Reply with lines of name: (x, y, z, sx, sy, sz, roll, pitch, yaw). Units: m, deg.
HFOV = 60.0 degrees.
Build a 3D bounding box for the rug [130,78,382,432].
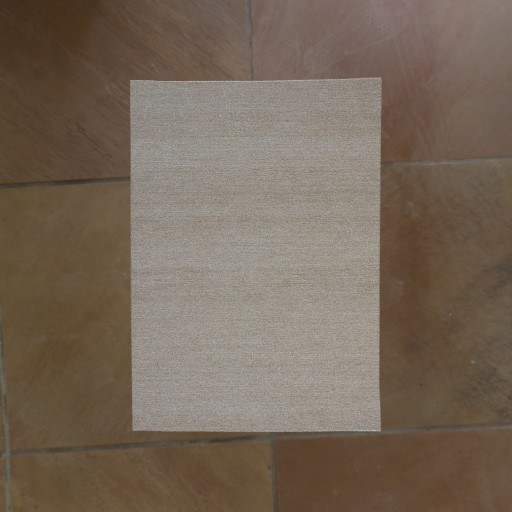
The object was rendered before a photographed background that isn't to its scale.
rug: (0.000, 0.000, 3.590, 2.032, 0.038, 2.869, 0, 91, 0)
